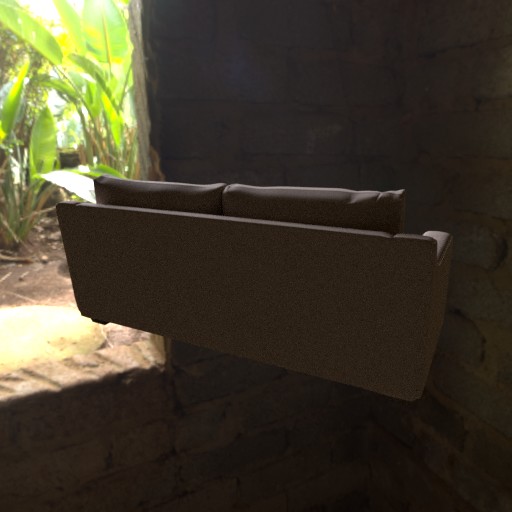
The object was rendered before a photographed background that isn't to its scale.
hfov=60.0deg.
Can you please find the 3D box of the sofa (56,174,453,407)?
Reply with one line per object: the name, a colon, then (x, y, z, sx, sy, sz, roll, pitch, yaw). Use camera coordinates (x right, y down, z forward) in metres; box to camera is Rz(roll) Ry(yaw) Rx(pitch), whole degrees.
sofa: (0.000, 0.000, 2.509, 1.967, 0.901, 1.030, 8, 17, 27)
